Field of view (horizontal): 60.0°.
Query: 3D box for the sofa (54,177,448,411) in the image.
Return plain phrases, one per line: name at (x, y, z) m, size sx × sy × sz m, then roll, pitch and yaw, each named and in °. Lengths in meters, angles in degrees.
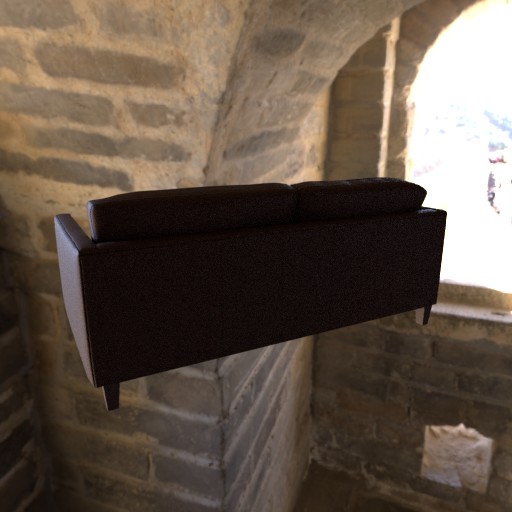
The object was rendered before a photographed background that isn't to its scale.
sofa at (0.000, 0.000, 2.468) m, size 1.971 × 0.863 × 0.923 m, roll -8°, pitch 17°, yaw -27°
